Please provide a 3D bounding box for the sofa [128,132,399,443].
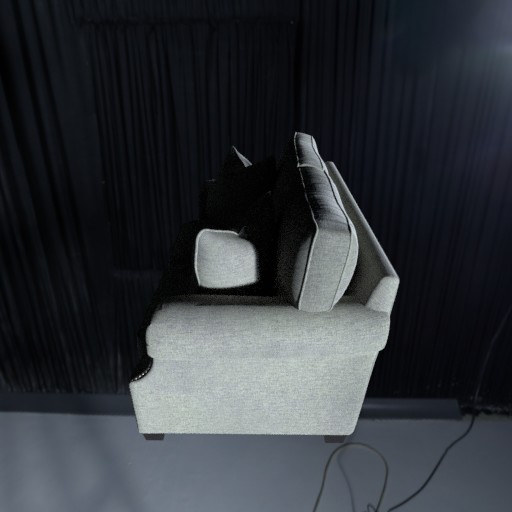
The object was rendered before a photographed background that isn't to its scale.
[{"bbox_3d":[0.000,0.000,2.270,0.966,0.966,1.701,0,26,1],"label":"sofa"}]
